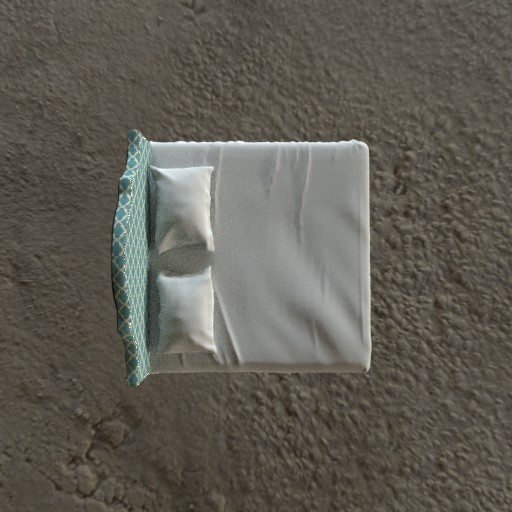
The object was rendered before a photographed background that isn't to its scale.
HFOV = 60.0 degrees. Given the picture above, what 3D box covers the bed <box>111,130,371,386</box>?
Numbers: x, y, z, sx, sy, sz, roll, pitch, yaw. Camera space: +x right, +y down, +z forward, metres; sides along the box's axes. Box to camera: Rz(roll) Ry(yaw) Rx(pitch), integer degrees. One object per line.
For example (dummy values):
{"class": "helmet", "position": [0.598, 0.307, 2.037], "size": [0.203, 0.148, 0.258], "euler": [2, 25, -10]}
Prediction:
{"class": "bed", "position": [0.000, 0.000, 3.814], "size": [2.222, 1.601, 2.314], "euler": [0, 89, 0]}
